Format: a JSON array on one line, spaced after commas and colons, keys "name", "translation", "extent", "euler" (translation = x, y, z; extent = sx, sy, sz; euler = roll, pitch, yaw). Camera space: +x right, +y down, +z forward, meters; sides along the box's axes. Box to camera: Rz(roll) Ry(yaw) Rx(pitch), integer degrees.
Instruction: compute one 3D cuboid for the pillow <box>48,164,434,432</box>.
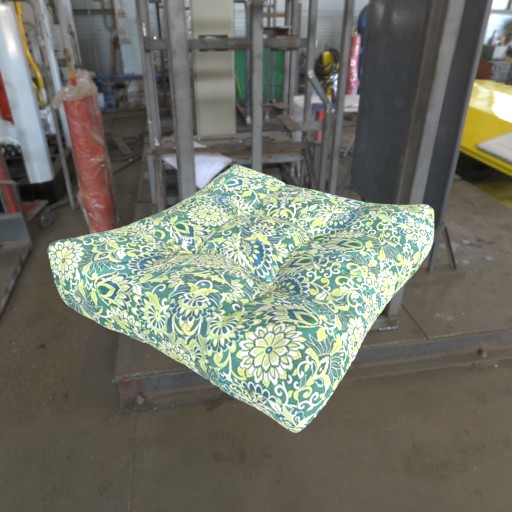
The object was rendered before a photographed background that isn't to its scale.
[{"name": "pillow", "translation": [0.000, 0.000, 0.745], "extent": [0.468, 0.128, 0.490], "euler": [19, 35, 29]}]
